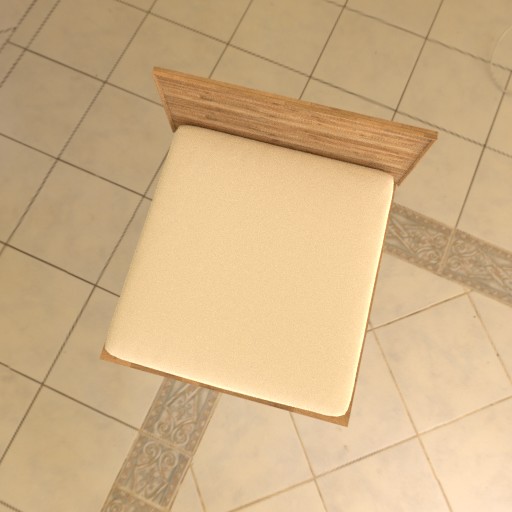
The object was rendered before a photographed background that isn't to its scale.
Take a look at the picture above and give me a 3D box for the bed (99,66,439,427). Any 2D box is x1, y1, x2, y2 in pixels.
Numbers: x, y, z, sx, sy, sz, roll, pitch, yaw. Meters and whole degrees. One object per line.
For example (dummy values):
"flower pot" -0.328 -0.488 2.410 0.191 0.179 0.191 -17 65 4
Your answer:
"bed" 0.000 0.000 3.495 2.116 1.100 2.167 14 77 3
